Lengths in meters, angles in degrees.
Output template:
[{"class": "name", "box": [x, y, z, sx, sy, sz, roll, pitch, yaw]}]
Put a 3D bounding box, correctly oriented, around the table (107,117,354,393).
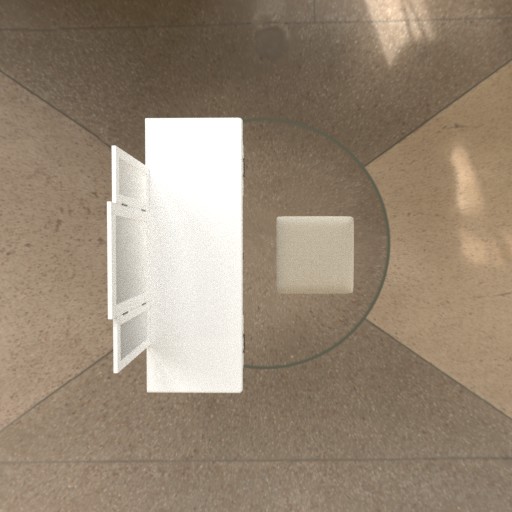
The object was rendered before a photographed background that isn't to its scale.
[{"class": "table", "box": [0.000, 0.000, 2.298, 1.115, 1.310, 1.369, 0, 91, 1]}]
